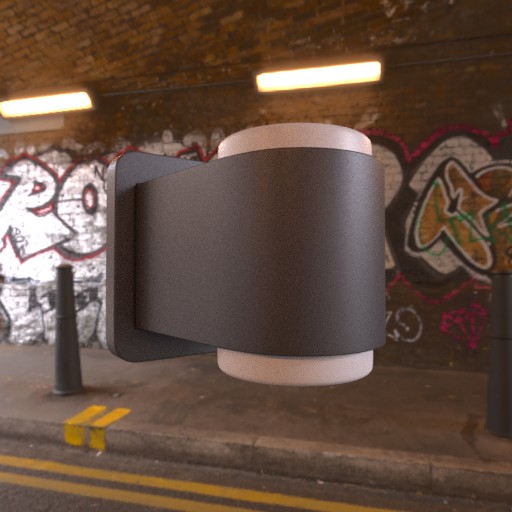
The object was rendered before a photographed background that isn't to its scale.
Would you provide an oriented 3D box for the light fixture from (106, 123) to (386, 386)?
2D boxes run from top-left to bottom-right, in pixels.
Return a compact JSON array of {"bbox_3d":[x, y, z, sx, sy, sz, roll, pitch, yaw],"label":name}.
[{"bbox_3d":[0.000,0.000,0.216,0.109,0.109,0.132,1,-2,-36],"label":"light fixture"}]
